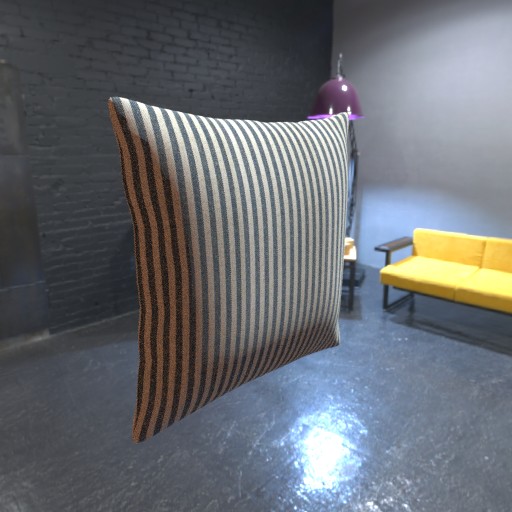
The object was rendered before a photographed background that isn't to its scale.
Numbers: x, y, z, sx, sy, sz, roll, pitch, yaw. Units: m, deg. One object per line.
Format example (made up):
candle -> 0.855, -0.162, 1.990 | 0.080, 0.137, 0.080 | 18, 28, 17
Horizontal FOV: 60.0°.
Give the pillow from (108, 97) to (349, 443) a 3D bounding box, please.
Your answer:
pillow -> 0.000, 0.000, 0.793 | 0.523, 0.510, 0.166 | -13, 20, -42
